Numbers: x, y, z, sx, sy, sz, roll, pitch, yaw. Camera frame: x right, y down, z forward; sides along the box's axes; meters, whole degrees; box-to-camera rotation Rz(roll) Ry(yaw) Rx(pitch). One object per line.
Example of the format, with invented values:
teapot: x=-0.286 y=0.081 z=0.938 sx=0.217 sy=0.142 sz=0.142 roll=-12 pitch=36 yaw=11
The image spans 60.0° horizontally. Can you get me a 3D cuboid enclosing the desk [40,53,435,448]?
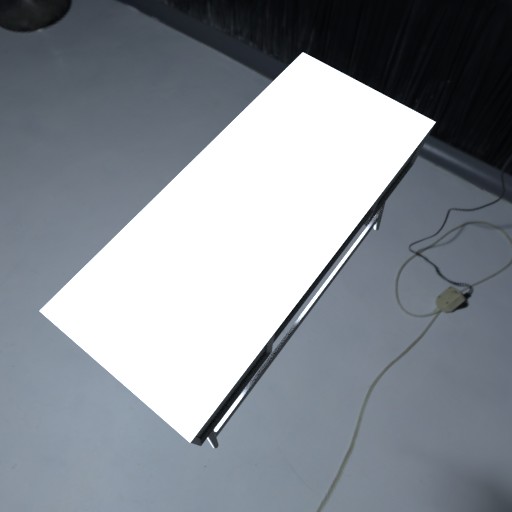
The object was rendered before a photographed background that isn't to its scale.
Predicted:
desk: x=0.000 y=0.000 z=1.761 sx=0.589 sy=0.762 sz=1.313 roll=35 pitch=69 yaw=15
